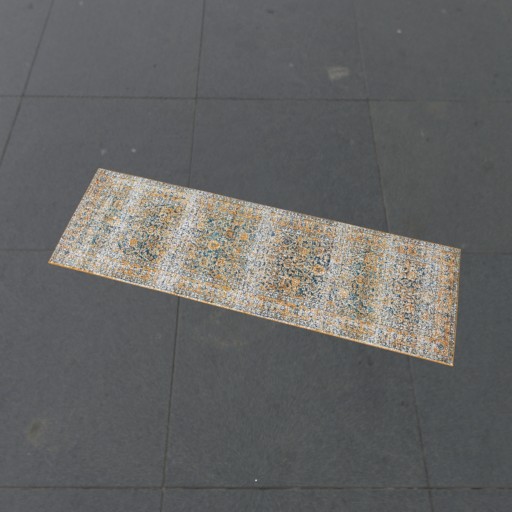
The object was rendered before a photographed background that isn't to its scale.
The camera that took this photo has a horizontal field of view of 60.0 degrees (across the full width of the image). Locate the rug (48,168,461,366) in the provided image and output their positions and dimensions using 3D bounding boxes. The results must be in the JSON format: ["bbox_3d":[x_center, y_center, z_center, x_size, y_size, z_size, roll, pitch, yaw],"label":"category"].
[{"bbox_3d":[0.000,0.000,2.568,2.294,0.014,0.704,13,64,7],"label":"rug"}]
